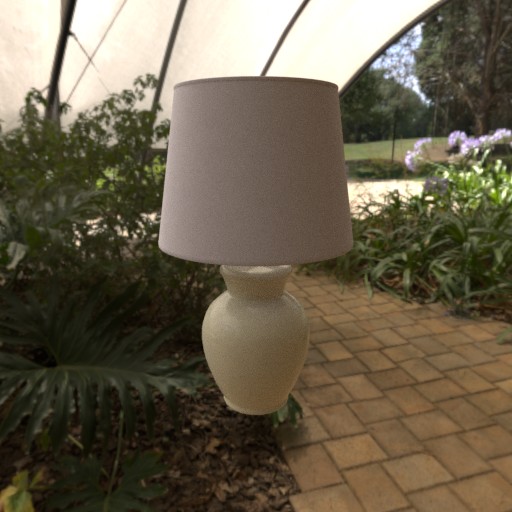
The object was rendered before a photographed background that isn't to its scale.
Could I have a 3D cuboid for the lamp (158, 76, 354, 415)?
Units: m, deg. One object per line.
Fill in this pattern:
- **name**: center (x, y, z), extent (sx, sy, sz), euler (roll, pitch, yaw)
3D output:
- **lamp**: center (0.000, 0.000, 0.561), extent (0.239, 0.399, 0.239), euler (0, 14, 0)
